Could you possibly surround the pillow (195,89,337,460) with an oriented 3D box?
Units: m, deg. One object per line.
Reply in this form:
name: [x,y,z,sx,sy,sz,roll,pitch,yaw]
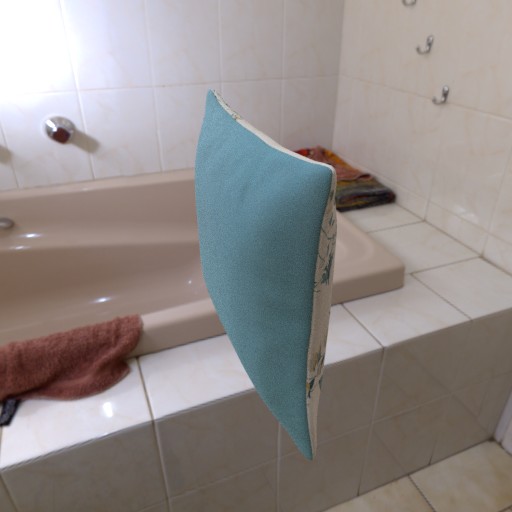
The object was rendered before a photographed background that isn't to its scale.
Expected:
pillow: [0.000,0.000,0.822,0.166,0.507,0.526,-10,32,-17]
